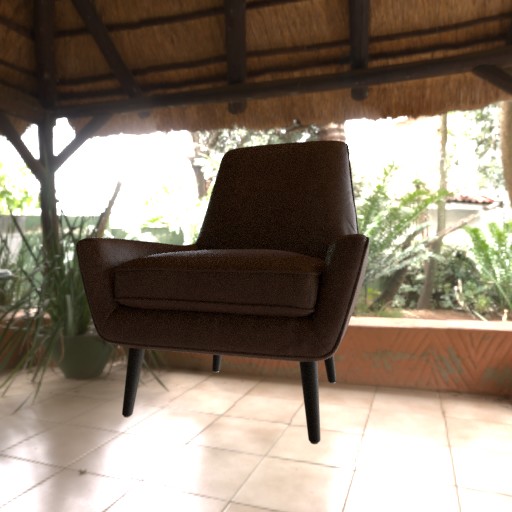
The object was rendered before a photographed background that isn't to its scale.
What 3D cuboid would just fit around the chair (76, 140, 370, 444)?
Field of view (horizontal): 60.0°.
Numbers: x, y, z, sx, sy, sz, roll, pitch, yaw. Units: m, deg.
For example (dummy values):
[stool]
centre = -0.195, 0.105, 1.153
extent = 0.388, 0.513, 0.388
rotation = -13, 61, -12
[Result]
[chair]
centre = 0.000, 0.000, 1.453
extent = 0.787, 0.888, 0.824
rotation = 0, 0, 19
